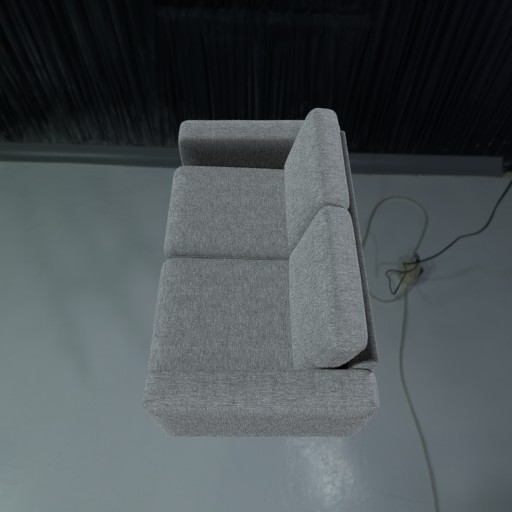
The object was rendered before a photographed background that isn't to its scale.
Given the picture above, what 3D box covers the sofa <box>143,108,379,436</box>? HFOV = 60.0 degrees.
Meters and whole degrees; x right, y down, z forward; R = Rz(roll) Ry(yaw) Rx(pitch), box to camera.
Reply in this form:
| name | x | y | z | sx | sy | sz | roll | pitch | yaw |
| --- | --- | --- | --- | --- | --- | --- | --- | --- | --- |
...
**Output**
| name | x | y | z | sx | sy | sz | roll | pitch | yaw |
| --- | --- | --- | --- | --- | --- | --- | --- | --- | --- |
| sofa | 0.000 | 0.000 | 2.104 | 0.900 | 0.800 | 1.520 | 0 | 58 | 0 |
